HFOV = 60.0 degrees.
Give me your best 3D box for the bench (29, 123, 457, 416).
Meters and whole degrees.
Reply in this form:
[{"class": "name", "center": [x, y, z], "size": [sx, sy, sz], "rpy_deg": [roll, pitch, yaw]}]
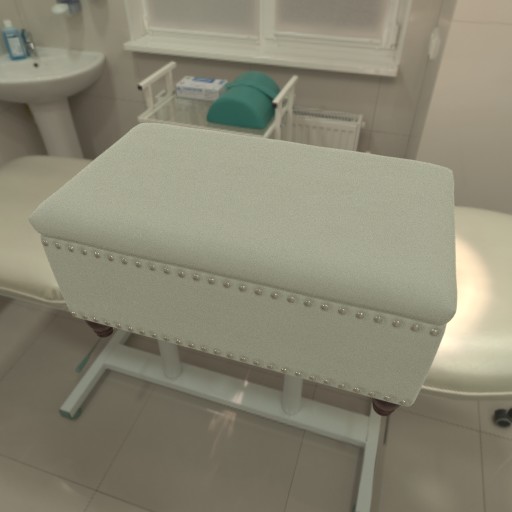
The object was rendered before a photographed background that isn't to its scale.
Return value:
[{"class": "bench", "center": [0.000, 0.000, 1.163], "size": [0.887, 0.449, 0.500], "rpy_deg": [12, 42, 13]}]
